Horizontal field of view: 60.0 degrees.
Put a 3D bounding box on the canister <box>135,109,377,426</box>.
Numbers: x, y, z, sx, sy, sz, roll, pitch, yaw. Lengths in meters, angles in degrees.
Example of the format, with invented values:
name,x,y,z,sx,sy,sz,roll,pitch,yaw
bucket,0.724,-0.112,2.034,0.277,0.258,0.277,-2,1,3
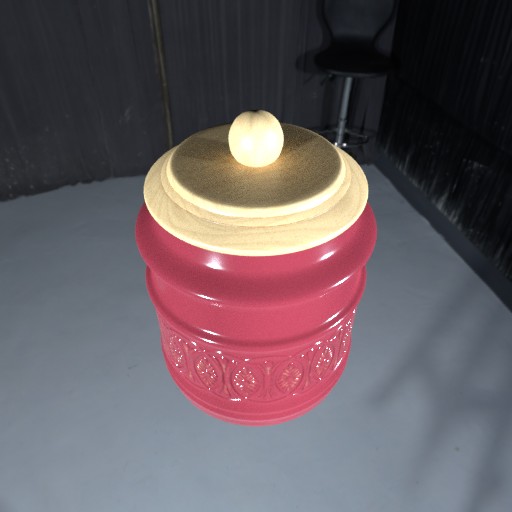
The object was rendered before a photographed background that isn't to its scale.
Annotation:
name,x,y,z,sx,sy,sz,roll,pitch,yaw
canister,0.000,0.000,0.262,0.130,0.176,0.130,0,42,0
